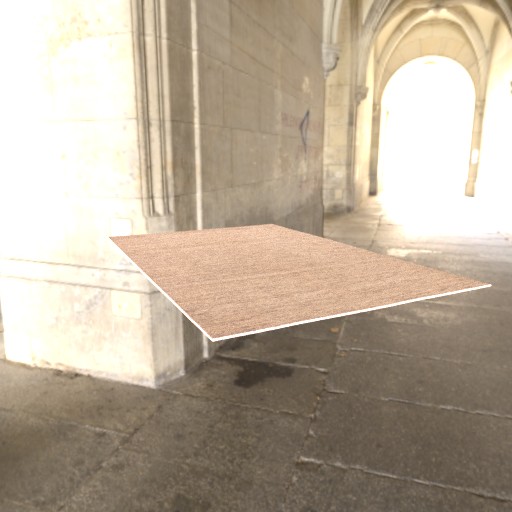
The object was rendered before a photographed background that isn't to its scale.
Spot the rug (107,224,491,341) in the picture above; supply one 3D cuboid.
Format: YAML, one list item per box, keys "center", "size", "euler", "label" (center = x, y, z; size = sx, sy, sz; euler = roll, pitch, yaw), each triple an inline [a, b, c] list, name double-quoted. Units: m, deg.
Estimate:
- center: [0.000, 0.000, 2.342]
  size: [1.225, 0.013, 1.840]
  euler: [-6, 14, -26]
  label: "rug"
